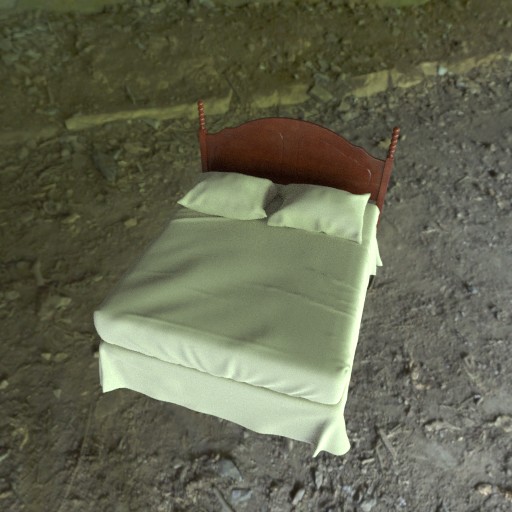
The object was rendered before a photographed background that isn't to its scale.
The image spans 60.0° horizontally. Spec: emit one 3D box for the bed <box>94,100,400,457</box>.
[{"bbox_3d":[0.000,0.000,3.246,1.873,1.356,2.040,12,43,13],"label":"bed"}]
